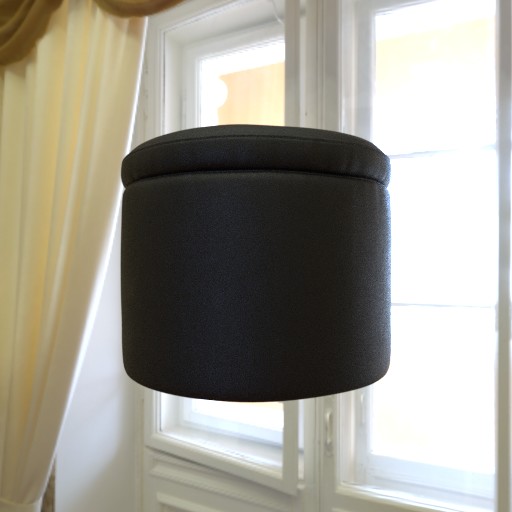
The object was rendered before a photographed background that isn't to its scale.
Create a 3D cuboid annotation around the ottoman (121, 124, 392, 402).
[{"bbox_3d":[0.000,0.000,0.857,0.501,0.409,0.501,0,0,0],"label":"ottoman"}]
